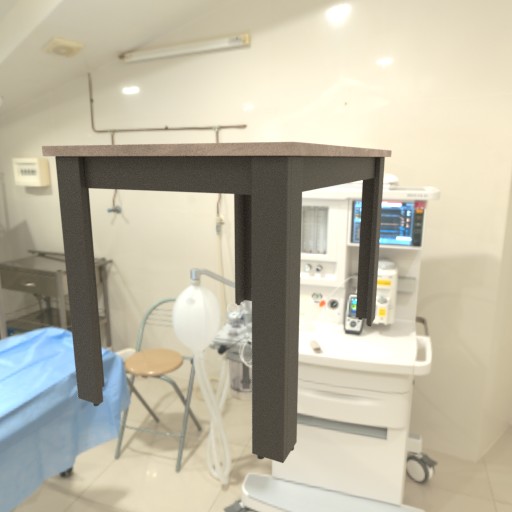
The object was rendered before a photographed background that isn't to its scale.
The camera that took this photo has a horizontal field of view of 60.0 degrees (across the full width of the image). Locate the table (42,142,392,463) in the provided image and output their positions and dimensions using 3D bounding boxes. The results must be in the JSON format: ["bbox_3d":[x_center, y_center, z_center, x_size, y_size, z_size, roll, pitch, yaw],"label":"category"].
[{"bbox_3d":[0.000,0.000,1.559,0.700,0.734,1.100,6,14,25],"label":"table"}]
